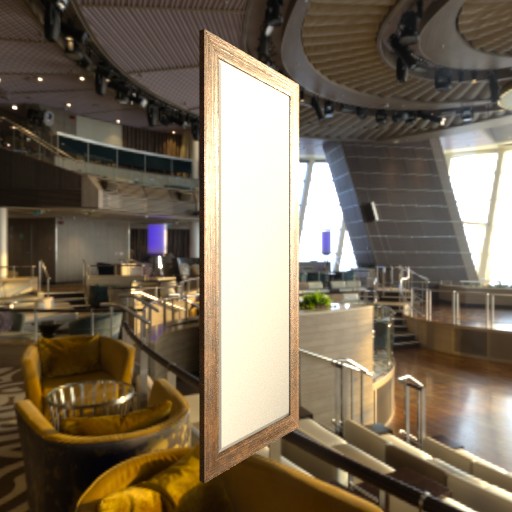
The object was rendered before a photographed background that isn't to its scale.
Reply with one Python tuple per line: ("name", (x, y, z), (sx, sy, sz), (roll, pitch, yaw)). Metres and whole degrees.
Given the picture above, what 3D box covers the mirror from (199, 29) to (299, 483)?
("mirror", (0.000, 0.000, 2.316), (0.032, 2.031, 0.812), (0, 0, 37))
